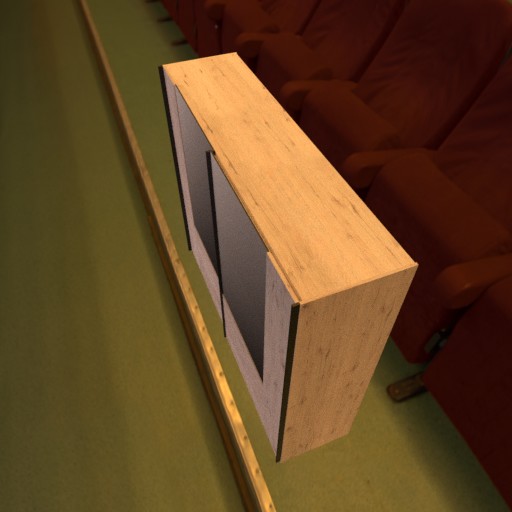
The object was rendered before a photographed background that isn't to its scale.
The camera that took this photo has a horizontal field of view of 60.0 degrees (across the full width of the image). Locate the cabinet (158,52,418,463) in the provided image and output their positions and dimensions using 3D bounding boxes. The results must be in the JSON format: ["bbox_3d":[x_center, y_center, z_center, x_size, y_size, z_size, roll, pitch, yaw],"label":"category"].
[{"bbox_3d":[0.000,0.000,3.614,0.660,2.180,2.500,-17,50,-15],"label":"cabinet"}]
